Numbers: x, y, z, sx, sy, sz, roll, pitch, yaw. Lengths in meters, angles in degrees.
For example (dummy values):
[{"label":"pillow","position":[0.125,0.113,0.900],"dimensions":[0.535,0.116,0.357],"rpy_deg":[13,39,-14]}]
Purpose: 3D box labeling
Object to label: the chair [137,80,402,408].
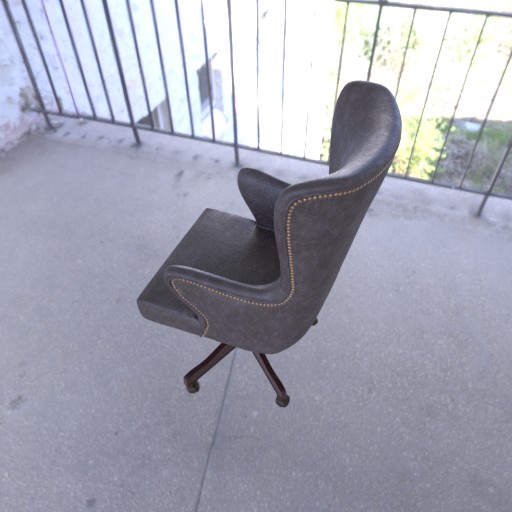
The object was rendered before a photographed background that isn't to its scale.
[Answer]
[{"label":"chair","position":[0.000,0.000,1.463],"dimensions":[0.717,1.037,0.594],"rpy_deg":[15,46,15]}]
